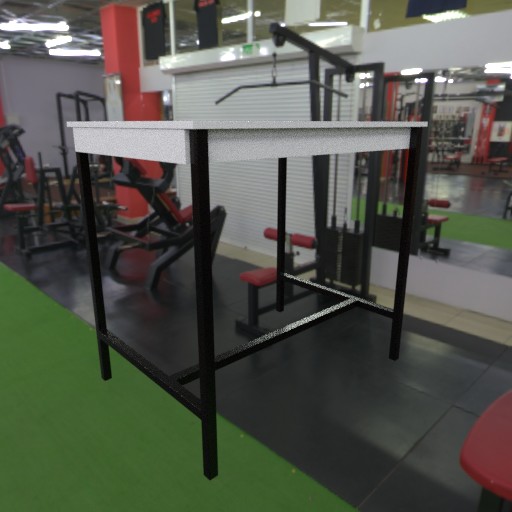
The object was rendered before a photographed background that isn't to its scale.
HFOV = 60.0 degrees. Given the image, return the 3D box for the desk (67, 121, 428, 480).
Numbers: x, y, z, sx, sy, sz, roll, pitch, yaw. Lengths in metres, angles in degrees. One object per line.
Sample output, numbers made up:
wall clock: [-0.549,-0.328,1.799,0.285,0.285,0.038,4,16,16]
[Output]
desk: [0.000,0.000,1.322,0.811,0.766,0.573,-15,22,-40]
